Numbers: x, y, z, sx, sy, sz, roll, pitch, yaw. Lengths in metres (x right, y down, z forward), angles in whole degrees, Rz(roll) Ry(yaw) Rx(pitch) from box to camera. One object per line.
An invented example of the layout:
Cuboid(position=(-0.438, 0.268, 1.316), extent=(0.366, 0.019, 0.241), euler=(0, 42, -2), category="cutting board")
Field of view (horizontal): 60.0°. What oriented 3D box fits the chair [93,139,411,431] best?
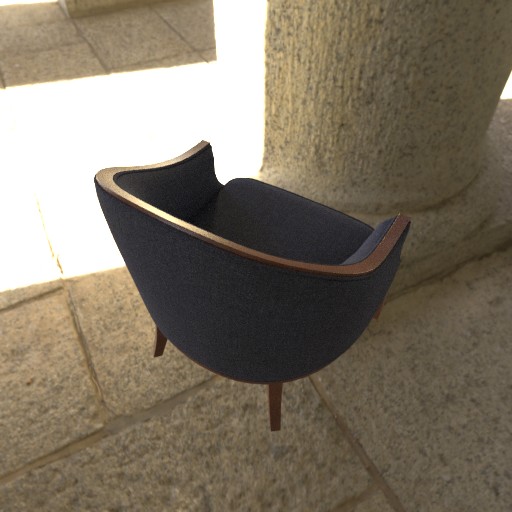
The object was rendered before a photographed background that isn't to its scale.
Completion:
Cuboid(position=(0.000, 0.000, 1.432), extent=(0.803, 0.876, 0.735), euler=(25, 52, 21), category="chair")
